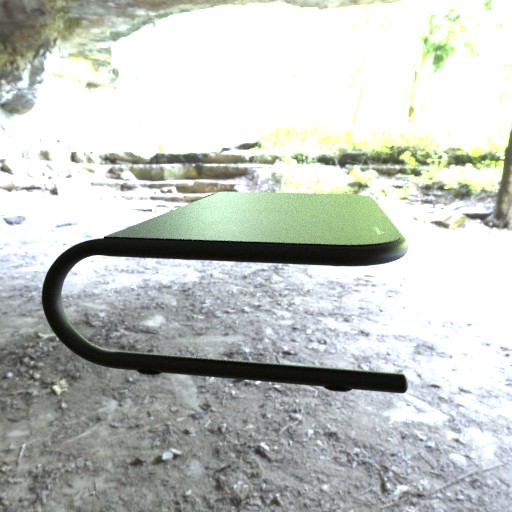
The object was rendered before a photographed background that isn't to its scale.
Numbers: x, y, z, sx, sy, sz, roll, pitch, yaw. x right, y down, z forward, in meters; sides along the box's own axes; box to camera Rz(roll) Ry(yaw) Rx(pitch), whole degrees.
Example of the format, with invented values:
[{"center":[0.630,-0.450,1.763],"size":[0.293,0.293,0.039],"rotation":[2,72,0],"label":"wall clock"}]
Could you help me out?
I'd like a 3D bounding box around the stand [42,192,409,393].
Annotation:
[{"center":[0.000,0.000,0.498],"size":[0.280,0.108,0.370],"rotation":[2,14,9],"label":"stand"}]
